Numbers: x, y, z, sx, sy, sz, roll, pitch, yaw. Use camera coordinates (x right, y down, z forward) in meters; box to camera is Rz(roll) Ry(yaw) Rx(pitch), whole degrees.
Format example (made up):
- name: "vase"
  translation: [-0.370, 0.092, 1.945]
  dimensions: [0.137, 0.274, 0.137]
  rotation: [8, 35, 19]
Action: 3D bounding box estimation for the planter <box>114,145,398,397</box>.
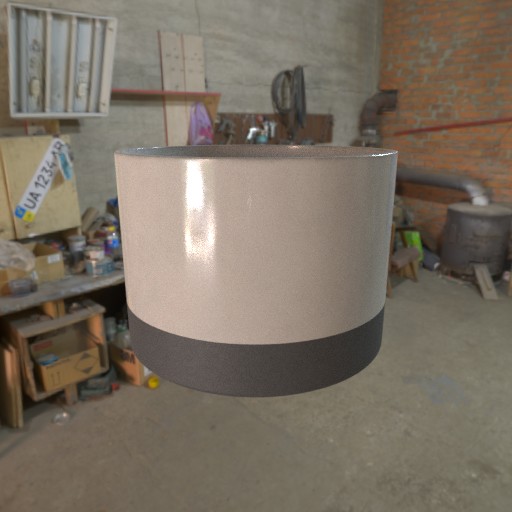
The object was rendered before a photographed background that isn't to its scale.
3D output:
- name: "planter"
  translation: [0.000, 0.000, 0.224]
  dimensions: [0.128, 0.105, 0.128]
  rotation: [0, 16, 0]
